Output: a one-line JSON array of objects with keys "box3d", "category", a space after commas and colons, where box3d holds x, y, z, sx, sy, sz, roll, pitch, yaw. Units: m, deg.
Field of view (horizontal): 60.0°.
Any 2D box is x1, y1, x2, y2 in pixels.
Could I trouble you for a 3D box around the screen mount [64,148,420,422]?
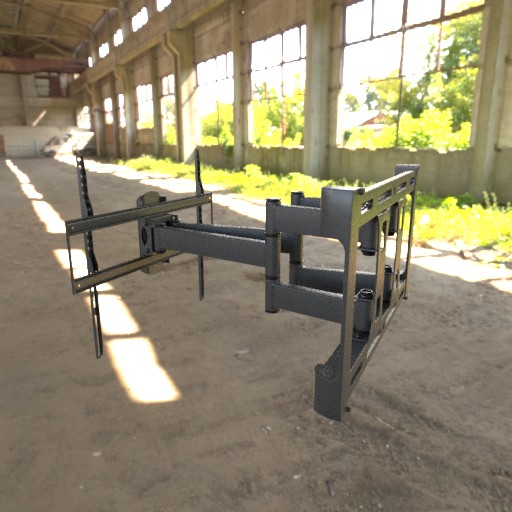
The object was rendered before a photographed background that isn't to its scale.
[{"box3d": [0.000, 0.000, 0.929, 0.556, 0.424, 0.571, 8, 17, 26], "category": "screen mount"}]
